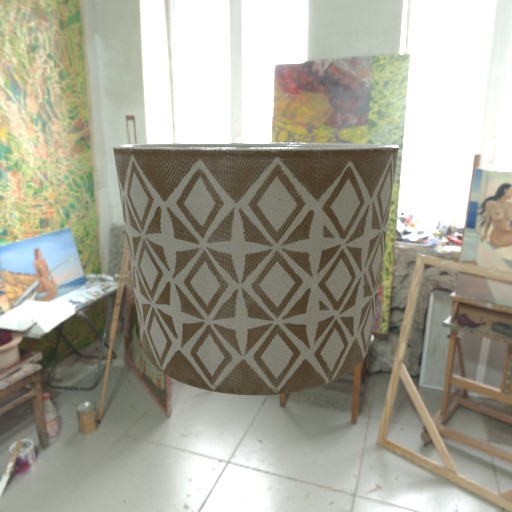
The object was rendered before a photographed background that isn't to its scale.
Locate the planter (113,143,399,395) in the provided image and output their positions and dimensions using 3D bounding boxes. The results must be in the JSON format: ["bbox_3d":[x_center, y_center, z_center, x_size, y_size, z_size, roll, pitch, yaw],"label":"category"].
[{"bbox_3d":[0.000,0.000,0.451,0.260,0.220,0.260,0,15,0],"label":"planter"}]
